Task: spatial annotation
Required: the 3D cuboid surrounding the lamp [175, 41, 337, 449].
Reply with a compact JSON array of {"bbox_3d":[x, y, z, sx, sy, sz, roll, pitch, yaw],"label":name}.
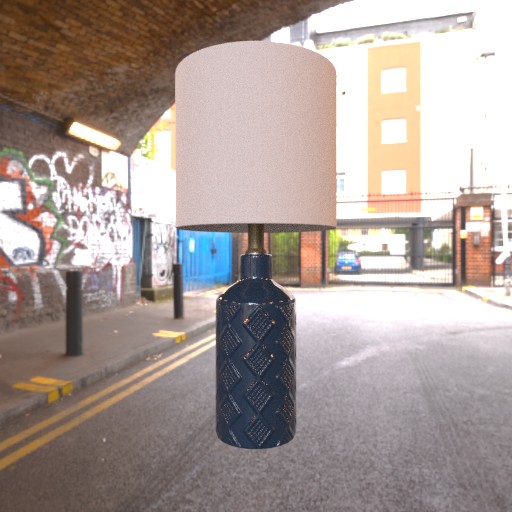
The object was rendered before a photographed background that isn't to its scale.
[{"bbox_3d":[0.000,0.000,0.577,0.207,0.461,0.207,0,0,-36],"label":"lamp"}]
